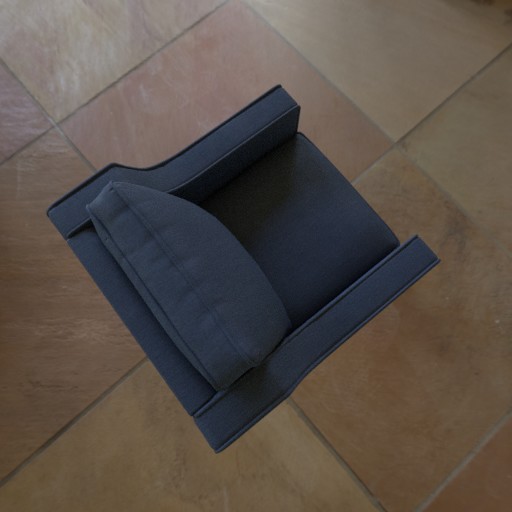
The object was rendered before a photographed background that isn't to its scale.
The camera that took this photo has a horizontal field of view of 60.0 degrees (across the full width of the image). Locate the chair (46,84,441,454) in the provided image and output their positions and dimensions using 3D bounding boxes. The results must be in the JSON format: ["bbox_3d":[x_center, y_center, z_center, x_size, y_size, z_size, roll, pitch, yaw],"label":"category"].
[{"bbox_3d":[0.000,0.000,1.591,0.909,0.960,0.831,-37,79,-9],"label":"chair"}]
